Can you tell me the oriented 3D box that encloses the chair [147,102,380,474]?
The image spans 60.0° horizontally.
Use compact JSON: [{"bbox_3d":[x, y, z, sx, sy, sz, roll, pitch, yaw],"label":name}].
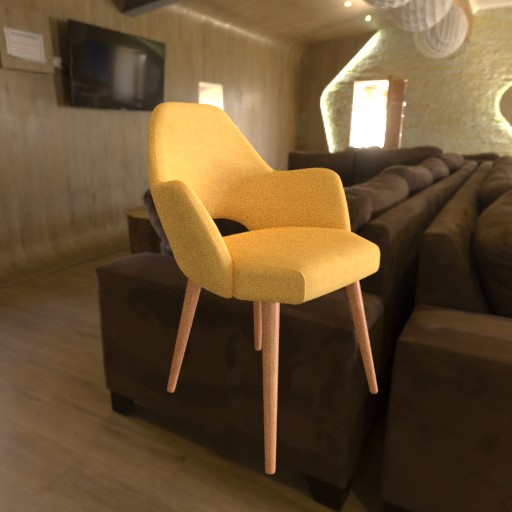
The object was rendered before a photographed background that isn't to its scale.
[{"bbox_3d":[0.000,0.000,1.246,0.610,0.840,0.590,15,21,42],"label":"chair"}]
